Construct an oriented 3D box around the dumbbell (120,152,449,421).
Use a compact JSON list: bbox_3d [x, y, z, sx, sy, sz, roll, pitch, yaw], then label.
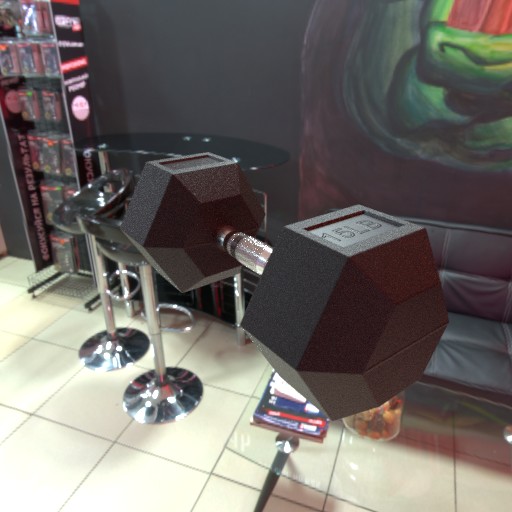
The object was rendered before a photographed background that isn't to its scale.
[{"bbox_3d":[0.000,0.000,0.332,0.122,0.106,0.271,-18,31,-33],"label":"dumbbell"}]
